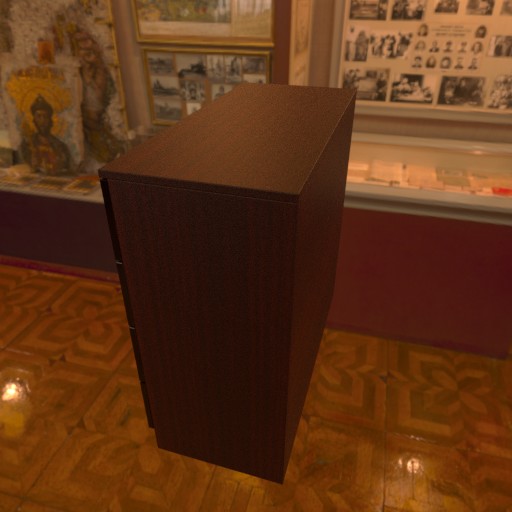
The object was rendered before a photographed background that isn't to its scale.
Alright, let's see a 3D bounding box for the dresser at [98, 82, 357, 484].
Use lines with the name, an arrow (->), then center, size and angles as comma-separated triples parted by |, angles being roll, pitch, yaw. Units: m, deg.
dresser -> 0.000, 0.000, 1.171 | 0.360, 0.720, 0.750 | 9, 33, 15
